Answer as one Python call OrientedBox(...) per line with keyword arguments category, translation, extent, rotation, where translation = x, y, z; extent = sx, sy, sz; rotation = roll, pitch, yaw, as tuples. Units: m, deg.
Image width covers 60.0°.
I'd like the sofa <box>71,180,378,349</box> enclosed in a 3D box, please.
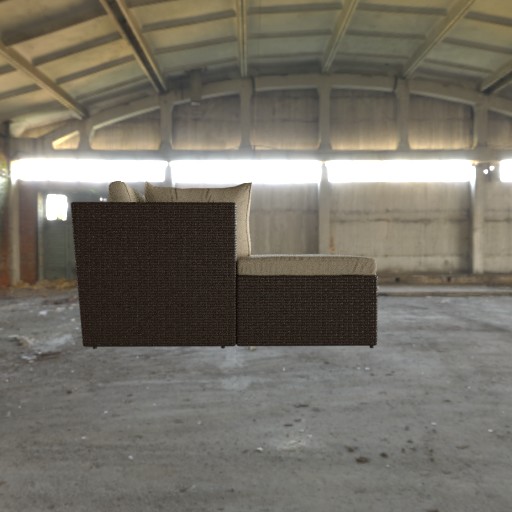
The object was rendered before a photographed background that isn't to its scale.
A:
OrientedBox(category="sofa", translation=(0.000, 0.000, 2.983), extent=(1.612, 0.766, 2.192), rotation=(0, 1, -1))
